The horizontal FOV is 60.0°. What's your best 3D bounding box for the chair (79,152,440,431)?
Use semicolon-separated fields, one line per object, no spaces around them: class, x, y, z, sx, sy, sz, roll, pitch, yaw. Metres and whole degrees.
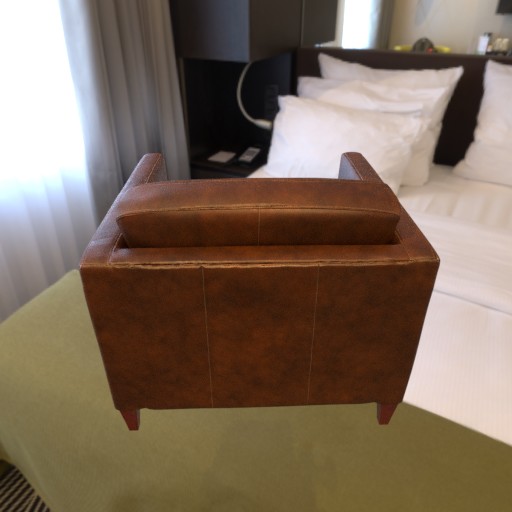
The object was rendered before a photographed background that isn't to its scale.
chair;0.000;0.000;1.744;0.990;0.864;0.975;-1;31;-1
